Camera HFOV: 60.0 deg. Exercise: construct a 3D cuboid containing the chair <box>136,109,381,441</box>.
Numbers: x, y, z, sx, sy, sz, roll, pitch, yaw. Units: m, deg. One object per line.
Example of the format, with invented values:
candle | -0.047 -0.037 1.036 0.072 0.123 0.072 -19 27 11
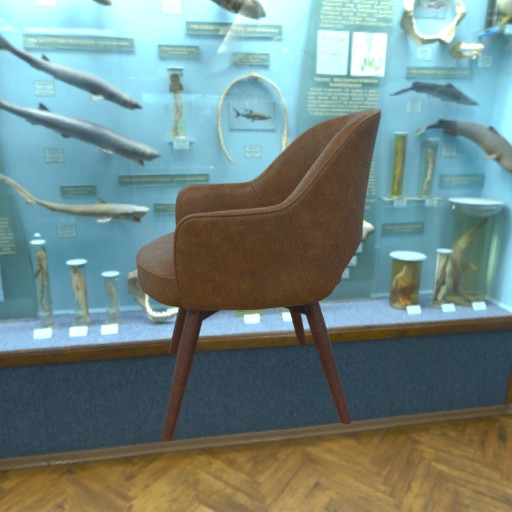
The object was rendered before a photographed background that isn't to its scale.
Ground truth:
chair | 0.000 0.000 1.223 0.640 0.777 0.591 -2 15 -8
